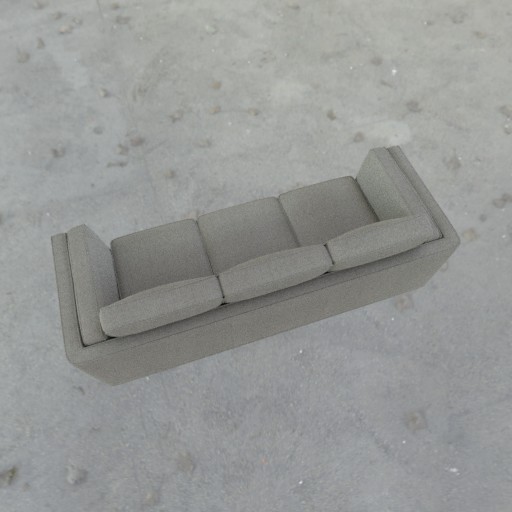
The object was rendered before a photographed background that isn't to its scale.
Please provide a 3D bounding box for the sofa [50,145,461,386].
[{"bbox_3d":[0.000,0.000,2.870,2.362,0.899,0.903,-16,61,-9],"label":"sofa"}]
